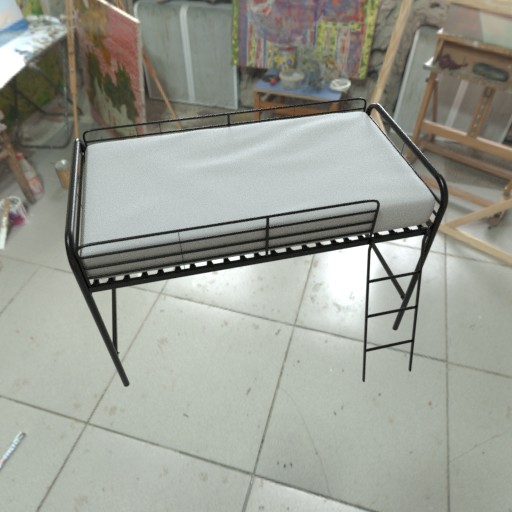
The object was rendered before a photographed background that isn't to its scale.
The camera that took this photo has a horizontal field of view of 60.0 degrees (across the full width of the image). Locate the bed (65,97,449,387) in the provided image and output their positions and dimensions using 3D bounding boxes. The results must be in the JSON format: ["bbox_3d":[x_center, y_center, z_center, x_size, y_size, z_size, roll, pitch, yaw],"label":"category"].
[{"bbox_3d":[0.000,0.000,2.859,1.968,1.289,1.393,-10,47,-9],"label":"bed"}]
